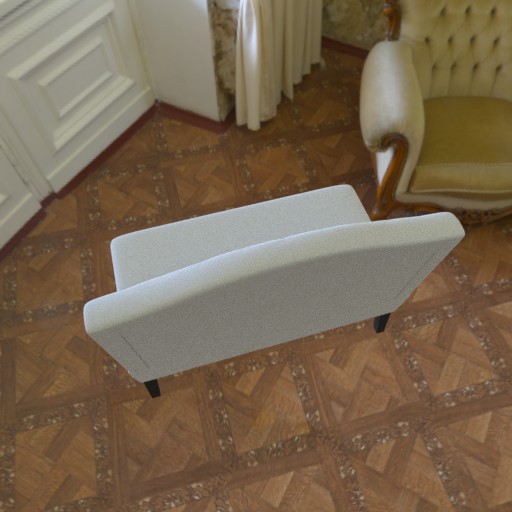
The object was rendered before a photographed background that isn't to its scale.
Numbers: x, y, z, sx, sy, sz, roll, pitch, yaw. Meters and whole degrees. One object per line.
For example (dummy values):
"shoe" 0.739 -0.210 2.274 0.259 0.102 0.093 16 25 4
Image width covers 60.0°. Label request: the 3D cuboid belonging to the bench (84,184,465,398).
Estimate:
"bench" 0.000 0.000 2.032 1.335 1.180 0.815 -14 59 -9
